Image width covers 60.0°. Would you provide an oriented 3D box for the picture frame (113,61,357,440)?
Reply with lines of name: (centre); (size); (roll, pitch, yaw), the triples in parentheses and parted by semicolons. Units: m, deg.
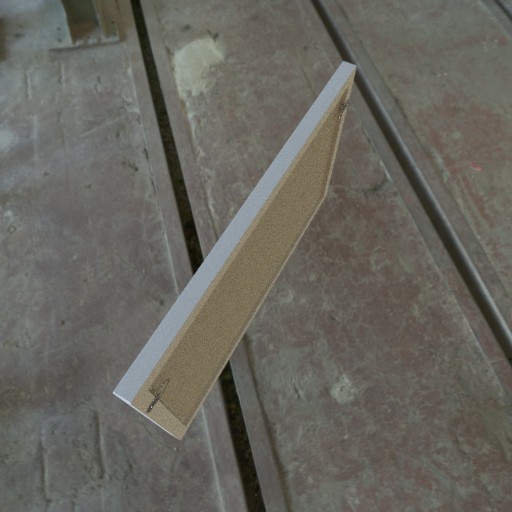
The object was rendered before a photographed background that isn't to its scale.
picture frame: (0.000, 0.000, 0.804); (0.044, 0.379, 0.647); (26, 65, 13)
